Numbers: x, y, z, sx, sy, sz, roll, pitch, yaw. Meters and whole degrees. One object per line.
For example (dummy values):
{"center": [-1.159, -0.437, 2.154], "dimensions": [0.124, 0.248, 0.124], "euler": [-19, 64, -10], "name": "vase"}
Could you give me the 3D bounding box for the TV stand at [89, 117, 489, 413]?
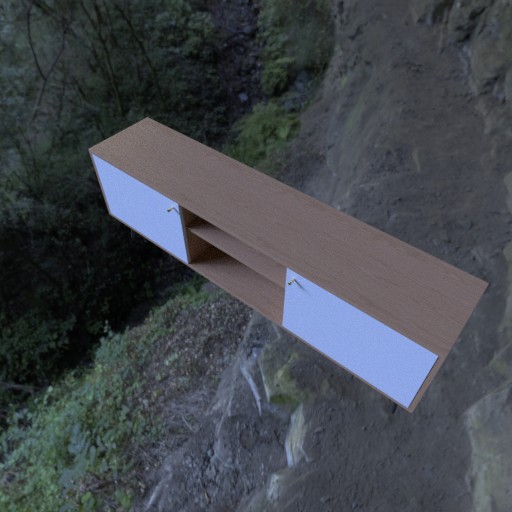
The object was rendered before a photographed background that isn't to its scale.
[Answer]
{"center": [0.000, 0.000, 2.023], "dimensions": [1.760, 0.580, 0.400], "euler": [31, 54, 25], "name": "TV stand"}
